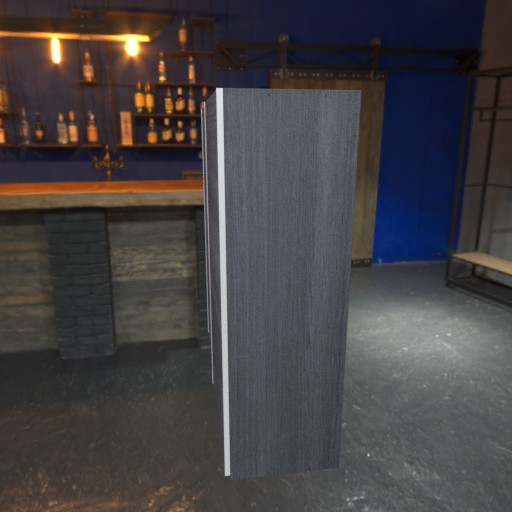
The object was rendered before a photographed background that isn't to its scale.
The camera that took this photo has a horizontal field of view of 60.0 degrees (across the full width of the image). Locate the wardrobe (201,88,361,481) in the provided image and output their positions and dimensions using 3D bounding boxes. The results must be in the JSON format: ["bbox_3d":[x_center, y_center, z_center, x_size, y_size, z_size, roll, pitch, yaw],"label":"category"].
[{"bbox_3d":[0.000,0.000,2.975,0.629,1.960,1.780,-3,16,-9],"label":"wardrobe"}]
